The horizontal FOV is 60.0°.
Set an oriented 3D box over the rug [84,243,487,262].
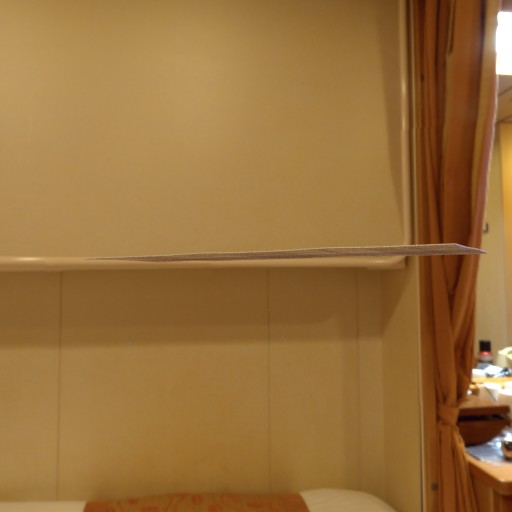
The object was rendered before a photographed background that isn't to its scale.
[{"bbox_3d":[0.000,0.000,2.727,2.439,0.013,0.762,-2,-3,36],"label":"rug"}]
